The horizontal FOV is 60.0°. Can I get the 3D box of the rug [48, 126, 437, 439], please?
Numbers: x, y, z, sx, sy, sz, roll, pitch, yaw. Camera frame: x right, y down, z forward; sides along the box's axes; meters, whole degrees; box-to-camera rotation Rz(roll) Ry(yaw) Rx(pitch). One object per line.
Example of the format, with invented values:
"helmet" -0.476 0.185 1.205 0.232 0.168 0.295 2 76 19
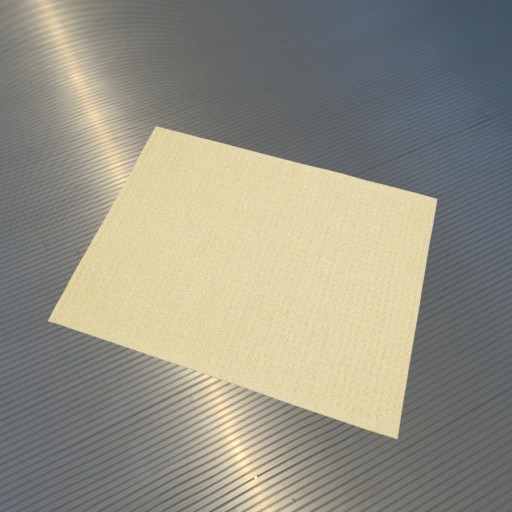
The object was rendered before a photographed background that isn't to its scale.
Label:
"rug" 0.000 0.000 4.325 3.204 0.016 2.452 16 65 8
